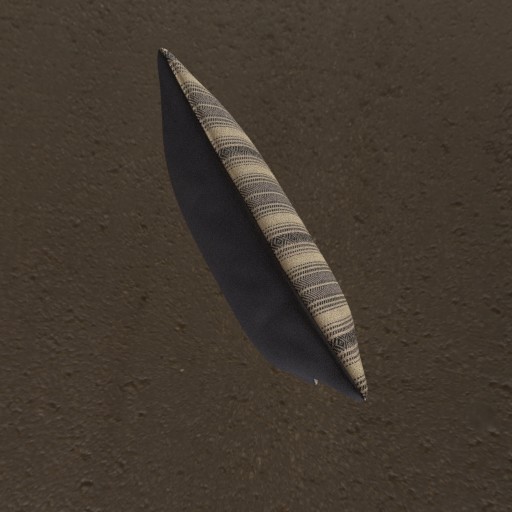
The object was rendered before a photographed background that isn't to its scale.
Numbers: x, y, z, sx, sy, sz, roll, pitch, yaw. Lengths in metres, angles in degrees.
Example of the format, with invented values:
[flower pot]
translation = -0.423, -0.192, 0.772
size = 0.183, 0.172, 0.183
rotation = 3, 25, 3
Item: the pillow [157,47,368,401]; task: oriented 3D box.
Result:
[pillow]
translation = 0.000, 0.000, 0.784
size = 0.166, 0.508, 0.520
rotation = -28, 77, -7
